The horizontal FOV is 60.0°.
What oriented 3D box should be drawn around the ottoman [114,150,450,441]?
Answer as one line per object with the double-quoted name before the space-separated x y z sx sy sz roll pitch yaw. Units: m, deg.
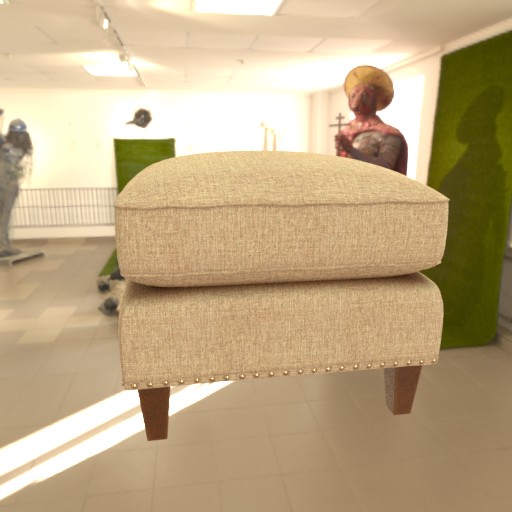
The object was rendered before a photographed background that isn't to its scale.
"ottoman" 0.000 0.000 1.106 0.584 0.513 0.741 -2 14 -9
